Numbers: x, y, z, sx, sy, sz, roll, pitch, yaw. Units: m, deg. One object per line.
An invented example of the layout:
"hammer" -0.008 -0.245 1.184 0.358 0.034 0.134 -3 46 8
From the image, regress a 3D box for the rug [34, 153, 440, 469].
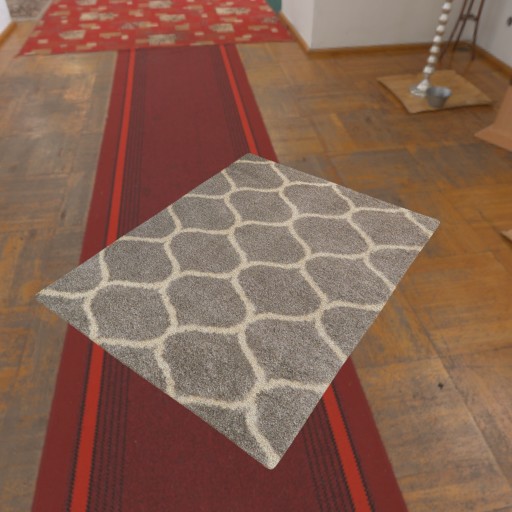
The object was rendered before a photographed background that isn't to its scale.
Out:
"rug" 0.000 0.000 4.049 2.399 0.026 3.000 26 48 26
